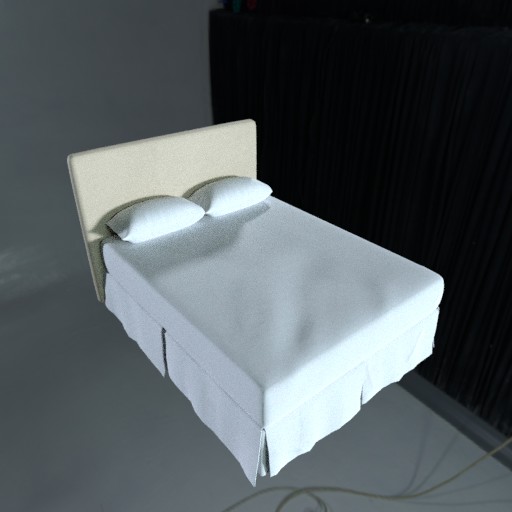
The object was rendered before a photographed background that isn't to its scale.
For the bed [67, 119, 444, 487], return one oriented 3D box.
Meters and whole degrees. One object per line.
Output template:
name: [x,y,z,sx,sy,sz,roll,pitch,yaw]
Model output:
bed: [0.000,0.000,3.168,1.723,1.330,2.142,-23,37,-33]
